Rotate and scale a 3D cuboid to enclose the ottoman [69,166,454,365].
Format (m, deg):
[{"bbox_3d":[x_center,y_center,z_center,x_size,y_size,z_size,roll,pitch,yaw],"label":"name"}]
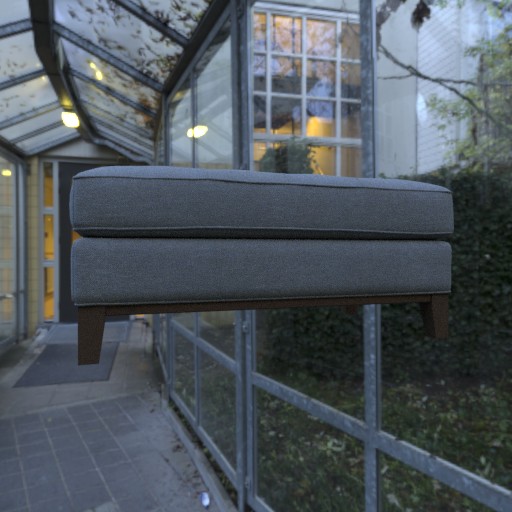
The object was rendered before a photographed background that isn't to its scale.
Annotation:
[{"bbox_3d":[0.000,0.000,1.514,1.143,0.514,0.648,0,1,-18],"label":"ottoman"}]
